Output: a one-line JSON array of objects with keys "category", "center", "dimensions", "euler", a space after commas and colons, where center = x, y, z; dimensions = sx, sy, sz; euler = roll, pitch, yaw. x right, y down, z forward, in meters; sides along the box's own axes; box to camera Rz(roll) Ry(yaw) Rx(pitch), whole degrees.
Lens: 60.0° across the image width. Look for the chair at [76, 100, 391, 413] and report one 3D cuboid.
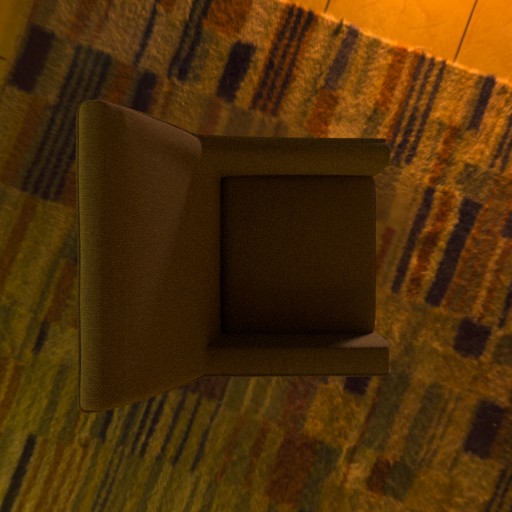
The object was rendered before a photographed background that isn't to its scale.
[{"category": "chair", "center": [0.000, 0.000, 1.524], "dimensions": [0.899, 0.919, 0.780], "euler": [0, 91, -1]}]
